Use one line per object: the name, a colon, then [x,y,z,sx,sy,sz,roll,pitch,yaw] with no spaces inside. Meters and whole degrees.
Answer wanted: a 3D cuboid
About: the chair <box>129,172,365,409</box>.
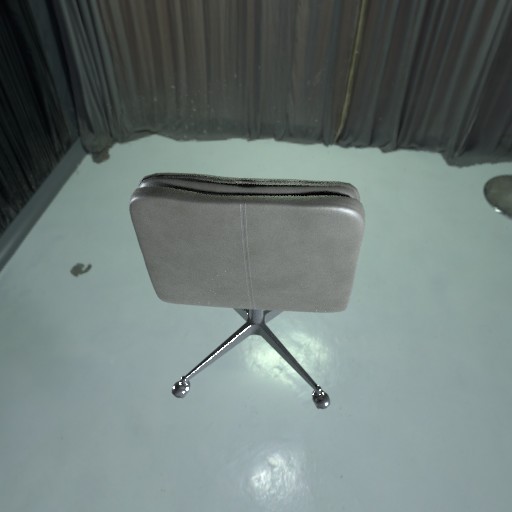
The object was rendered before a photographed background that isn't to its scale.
chair: [0.000,0.000,1.038,0.422,0.738,0.485,3,47,3]
